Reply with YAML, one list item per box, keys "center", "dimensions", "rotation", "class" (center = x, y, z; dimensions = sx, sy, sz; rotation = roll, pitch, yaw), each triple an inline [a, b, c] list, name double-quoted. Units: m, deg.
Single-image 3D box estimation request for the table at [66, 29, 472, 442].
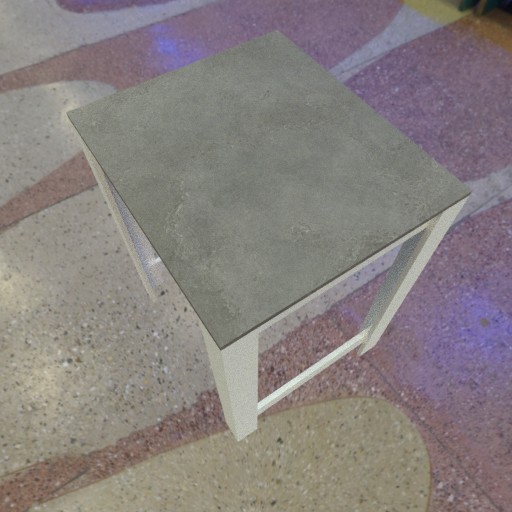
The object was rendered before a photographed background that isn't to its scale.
- center: [0.000, 0.000, 1.556]
  dimensions: [0.700, 1.020, 0.800]
  rotation: [-30, 62, -17]
  class: "table"
